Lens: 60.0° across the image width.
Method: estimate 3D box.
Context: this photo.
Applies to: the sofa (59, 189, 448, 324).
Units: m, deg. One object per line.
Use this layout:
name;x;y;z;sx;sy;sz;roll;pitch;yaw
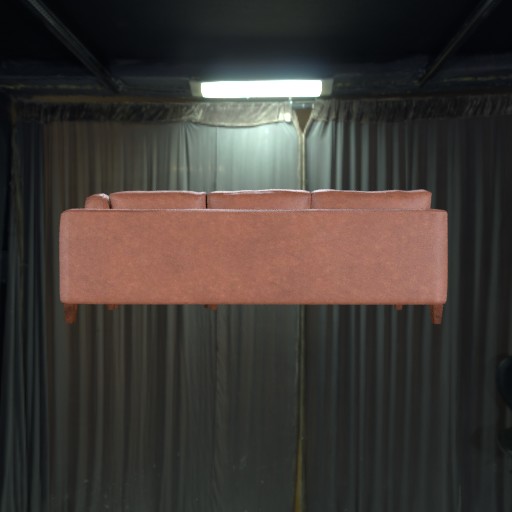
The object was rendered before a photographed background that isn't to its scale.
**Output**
sofa;0.000;0.000;4.603;2.593;0.923;3.460;0;-1;1
